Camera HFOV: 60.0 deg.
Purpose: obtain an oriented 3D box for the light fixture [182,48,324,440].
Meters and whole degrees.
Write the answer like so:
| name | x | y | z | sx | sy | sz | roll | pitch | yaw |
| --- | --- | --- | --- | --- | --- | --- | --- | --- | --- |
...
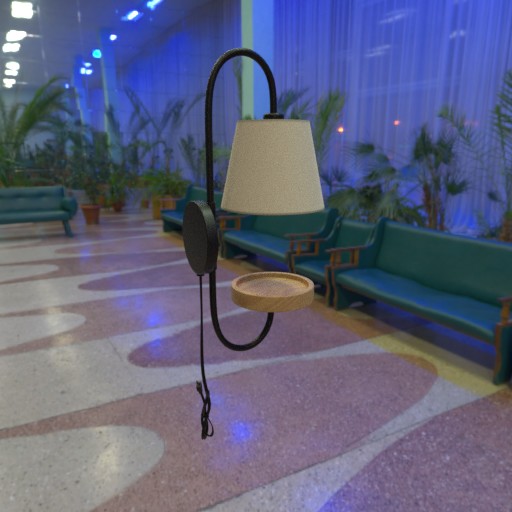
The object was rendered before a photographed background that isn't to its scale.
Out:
| name | x | y | z | sx | sy | sz | roll | pitch | yaw |
| --- | --- | --- | --- | --- | --- | --- | --- | --- | --- |
| light fixture | 0.000 | 0.000 | 0.954 | 0.299 | 0.821 | 0.220 | -7 | 16 | -27 |
